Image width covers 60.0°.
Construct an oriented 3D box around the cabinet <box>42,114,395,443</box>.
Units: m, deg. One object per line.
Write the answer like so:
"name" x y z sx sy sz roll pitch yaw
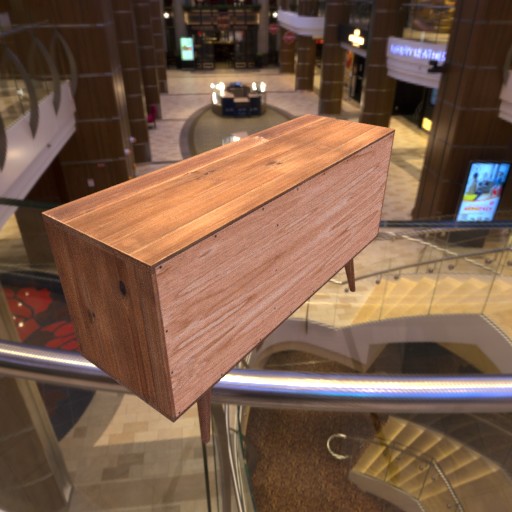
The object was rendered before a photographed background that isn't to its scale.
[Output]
"cabinet" 0.000 0.000 1.798 0.472 0.800 1.400 22 37 31
